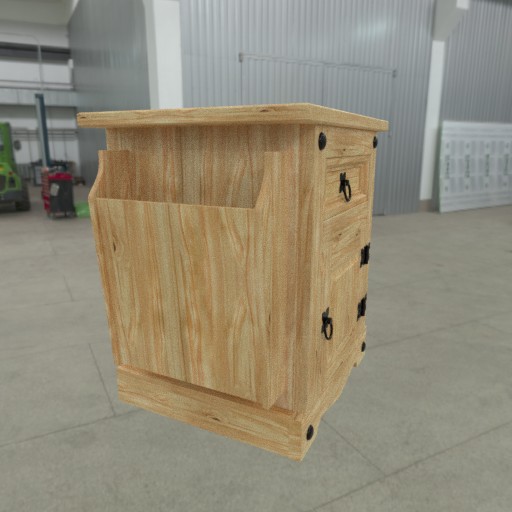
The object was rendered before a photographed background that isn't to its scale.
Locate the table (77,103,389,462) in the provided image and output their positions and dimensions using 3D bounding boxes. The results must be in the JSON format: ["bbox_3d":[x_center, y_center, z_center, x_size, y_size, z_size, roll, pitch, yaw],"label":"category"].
[{"bbox_3d":[0.000,0.000,0.862,0.380,0.515,0.530,7,16,26],"label":"table"}]
